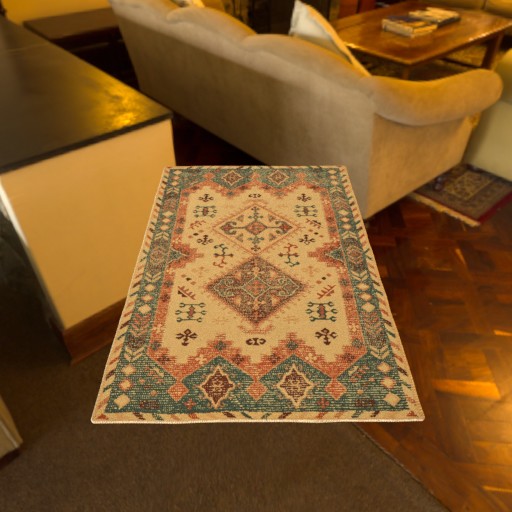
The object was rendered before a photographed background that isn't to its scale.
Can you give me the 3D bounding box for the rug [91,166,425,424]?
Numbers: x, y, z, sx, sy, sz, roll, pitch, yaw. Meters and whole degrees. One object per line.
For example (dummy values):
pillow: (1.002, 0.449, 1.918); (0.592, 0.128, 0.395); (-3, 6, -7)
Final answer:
rug: (0.000, 0.000, 2.301); (1.225, 0.015, 1.840); (0, 41, 0)
